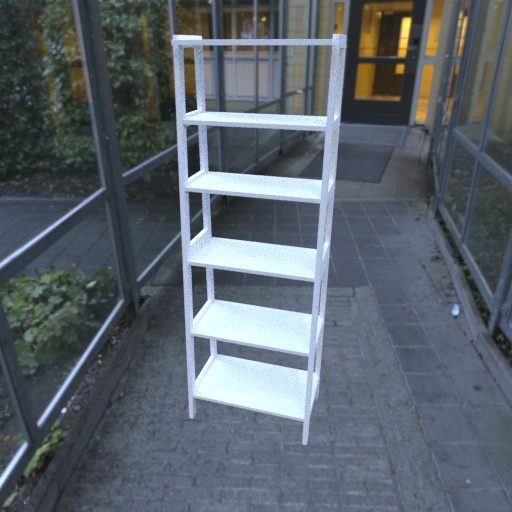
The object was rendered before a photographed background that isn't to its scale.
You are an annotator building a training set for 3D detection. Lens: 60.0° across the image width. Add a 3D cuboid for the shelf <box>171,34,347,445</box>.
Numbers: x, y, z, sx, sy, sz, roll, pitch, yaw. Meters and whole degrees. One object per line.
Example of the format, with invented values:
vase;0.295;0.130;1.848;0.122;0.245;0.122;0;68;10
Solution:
shelf;0.000;0.000;2.118;0.660;1.892;0.381;7;26;15
